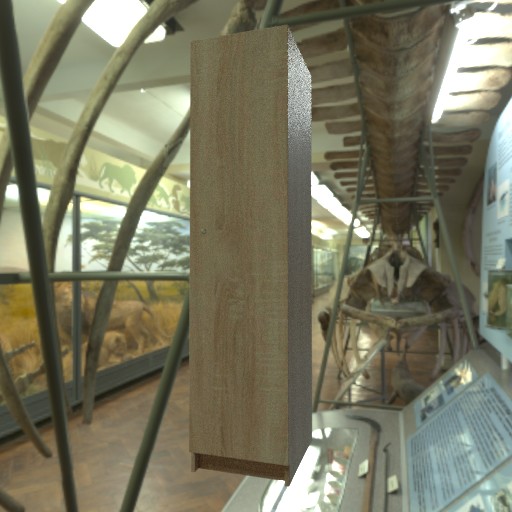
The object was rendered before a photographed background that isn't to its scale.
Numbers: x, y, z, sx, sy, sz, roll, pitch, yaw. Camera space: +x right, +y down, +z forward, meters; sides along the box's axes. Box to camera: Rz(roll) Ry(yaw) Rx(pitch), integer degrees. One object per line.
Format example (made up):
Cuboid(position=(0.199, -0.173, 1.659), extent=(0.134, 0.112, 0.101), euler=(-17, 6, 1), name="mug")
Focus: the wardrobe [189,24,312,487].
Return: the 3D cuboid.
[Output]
Cuboid(position=(0.000, 0.000, 2.373), extent=(0.496, 2.117, 0.588), euler=(0, -1, 18), name="wardrobe")
